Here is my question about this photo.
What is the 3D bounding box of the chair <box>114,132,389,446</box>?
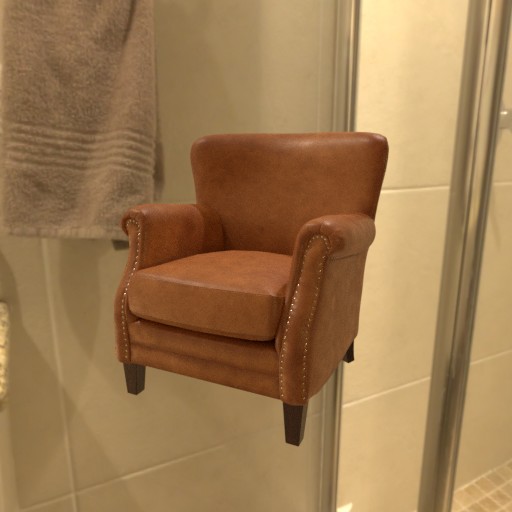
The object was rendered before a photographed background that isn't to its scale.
[{"bbox_3d":[0.000,0.000,1.706,0.861,0.936,0.921,6,15,24],"label":"chair"}]
